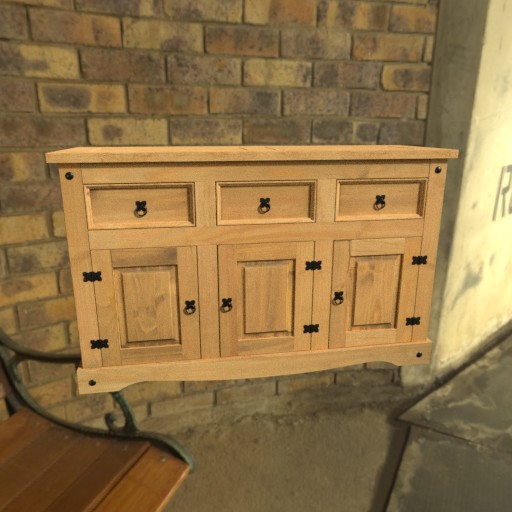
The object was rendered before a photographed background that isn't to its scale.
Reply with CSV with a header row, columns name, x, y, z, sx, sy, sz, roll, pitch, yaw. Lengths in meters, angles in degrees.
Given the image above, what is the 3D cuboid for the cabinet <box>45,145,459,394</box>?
name,x,y,z,sx,sy,sz,roll,pitch,yaw
cabinet,0.000,0.000,1.716,1.321,0.810,0.432,-3,16,-9
